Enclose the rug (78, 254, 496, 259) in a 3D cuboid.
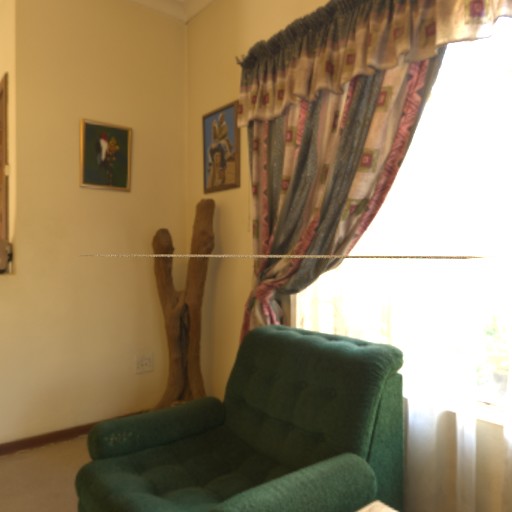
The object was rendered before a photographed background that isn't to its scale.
[{"bbox_3d":[0.000,0.000,2.636,2.438,0.006,0.783,0,1,35],"label":"rug"}]
